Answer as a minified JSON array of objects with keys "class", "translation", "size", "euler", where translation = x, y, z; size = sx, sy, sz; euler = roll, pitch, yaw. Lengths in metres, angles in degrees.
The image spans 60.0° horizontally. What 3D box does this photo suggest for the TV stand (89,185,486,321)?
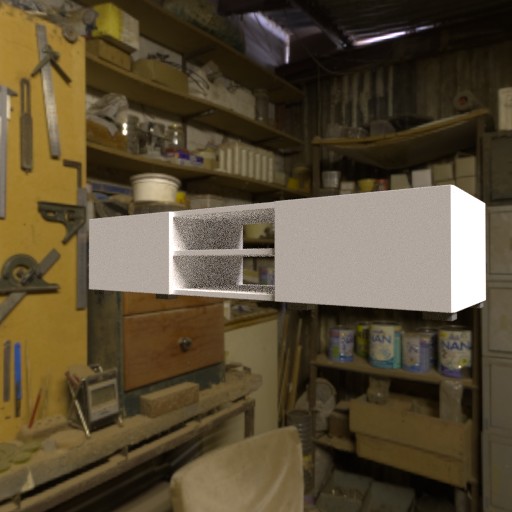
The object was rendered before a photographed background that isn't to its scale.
[{"class":"TV stand","translation":[0.000,0.000,1.576],"size":[1.400,0.310,0.420],"euler":[0,-1,36]}]
